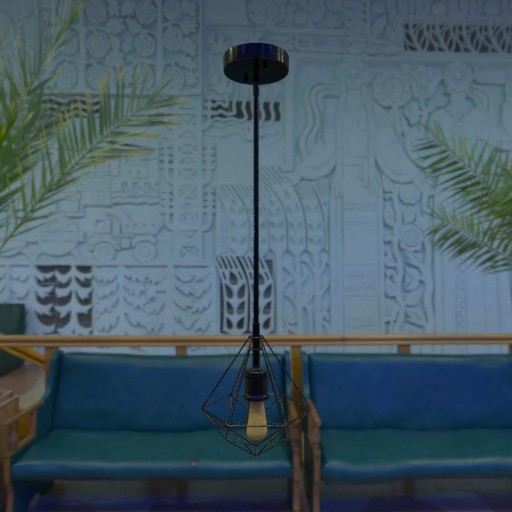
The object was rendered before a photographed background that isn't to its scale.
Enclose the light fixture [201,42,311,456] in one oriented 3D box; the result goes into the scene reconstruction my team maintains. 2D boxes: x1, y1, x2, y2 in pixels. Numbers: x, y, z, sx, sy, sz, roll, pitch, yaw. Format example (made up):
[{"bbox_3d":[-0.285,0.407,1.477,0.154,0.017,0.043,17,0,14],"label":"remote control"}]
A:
[{"bbox_3d":[0.000,0.000,1.969,0.487,1.764,0.431,0,-1,0],"label":"light fixture"}]
